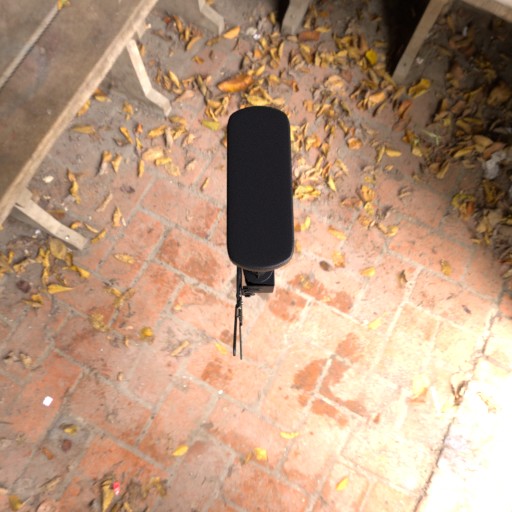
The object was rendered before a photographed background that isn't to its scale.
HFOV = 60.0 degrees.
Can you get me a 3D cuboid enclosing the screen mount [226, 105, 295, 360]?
[{"bbox_3d":[0.000,0.000,0.890,0.090,0.729,0.393,-1,76,0],"label":"screen mount"}]
